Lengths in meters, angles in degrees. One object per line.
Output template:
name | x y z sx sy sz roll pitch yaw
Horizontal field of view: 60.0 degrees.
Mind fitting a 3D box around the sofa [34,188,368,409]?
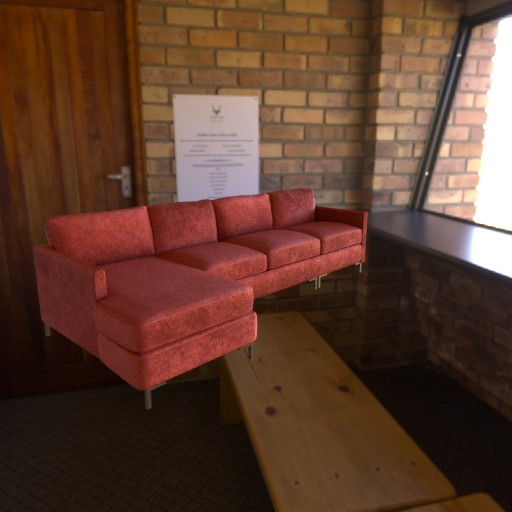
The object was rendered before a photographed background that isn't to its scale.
sofa | 0.000 0.000 4.059 1.500 0.967 3.400 13 19 42
